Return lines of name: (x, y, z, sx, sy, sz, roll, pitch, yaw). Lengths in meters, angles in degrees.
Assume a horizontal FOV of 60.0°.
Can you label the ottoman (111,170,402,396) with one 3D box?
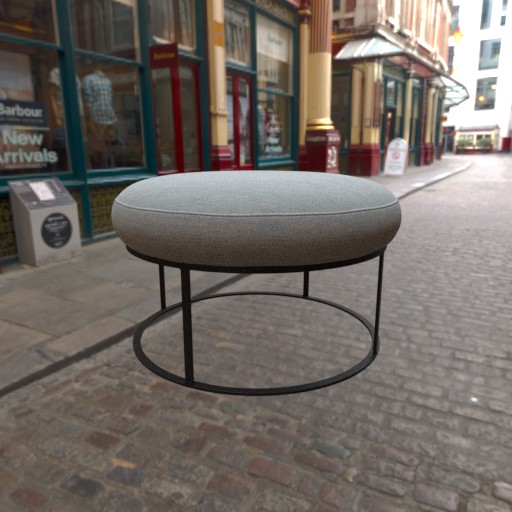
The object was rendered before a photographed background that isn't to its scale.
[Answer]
ottoman: (0.000, 0.000, 1.260, 0.769, 0.459, 0.769, 0, 14, 0)
